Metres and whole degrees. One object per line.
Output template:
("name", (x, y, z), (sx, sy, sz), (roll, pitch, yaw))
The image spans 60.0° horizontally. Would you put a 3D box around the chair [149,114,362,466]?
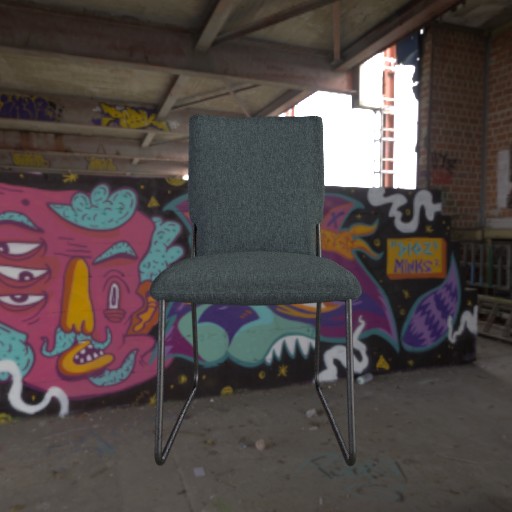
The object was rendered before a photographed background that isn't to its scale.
("chair", (0.000, 0.000, 1.262), (0.480, 0.931, 0.635), (0, 3, 0))
